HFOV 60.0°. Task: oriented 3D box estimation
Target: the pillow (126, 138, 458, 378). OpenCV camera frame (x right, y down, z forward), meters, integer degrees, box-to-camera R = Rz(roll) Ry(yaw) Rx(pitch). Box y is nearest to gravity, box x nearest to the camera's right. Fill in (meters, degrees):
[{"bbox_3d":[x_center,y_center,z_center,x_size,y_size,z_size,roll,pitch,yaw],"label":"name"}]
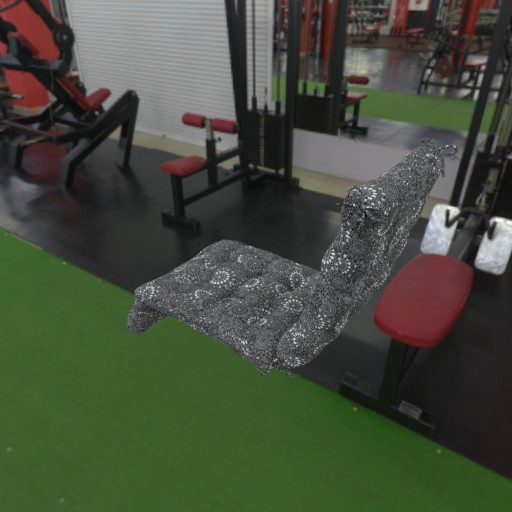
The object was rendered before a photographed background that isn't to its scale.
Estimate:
[{"bbox_3d":[0.000,0.000,1.514,1.016,0.863,0.526,21,37,31],"label":"pillow"}]
